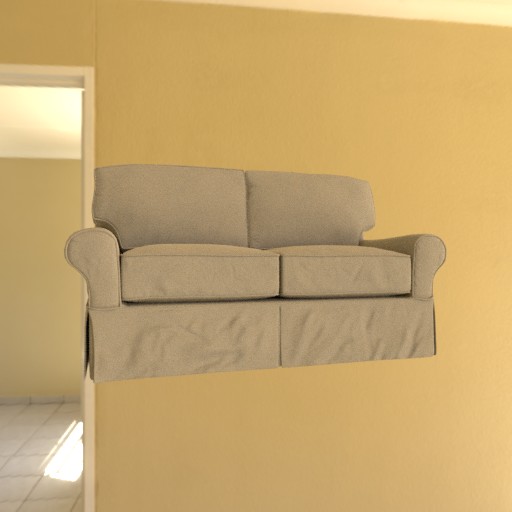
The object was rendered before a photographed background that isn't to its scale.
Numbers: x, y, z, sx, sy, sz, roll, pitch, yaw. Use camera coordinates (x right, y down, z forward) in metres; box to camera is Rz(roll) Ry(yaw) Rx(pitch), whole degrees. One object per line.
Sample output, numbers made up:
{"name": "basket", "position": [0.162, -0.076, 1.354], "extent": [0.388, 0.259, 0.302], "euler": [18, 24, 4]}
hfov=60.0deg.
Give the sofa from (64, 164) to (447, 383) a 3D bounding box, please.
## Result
{"name": "sofa", "position": [0.000, 0.000, 2.377], "extent": [1.823, 1.024, 0.841], "euler": [0, 0, -17]}
